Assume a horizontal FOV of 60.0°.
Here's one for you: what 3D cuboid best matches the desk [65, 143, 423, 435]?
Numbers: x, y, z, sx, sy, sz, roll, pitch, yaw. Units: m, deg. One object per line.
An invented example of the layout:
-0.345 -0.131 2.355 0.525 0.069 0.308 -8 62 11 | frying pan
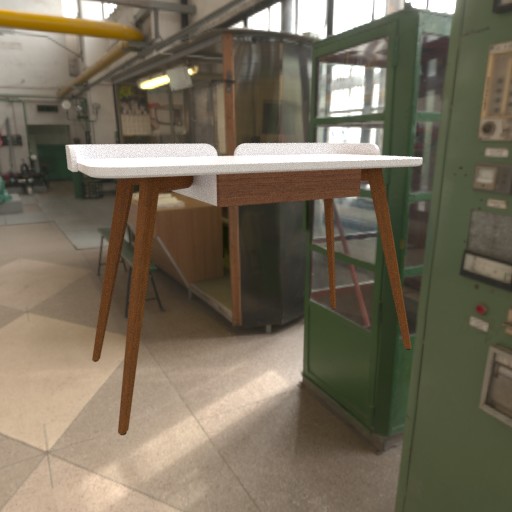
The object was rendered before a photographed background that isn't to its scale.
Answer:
0.000 0.000 1.653 1.206 0.807 0.534 -8 17 -27 | desk
